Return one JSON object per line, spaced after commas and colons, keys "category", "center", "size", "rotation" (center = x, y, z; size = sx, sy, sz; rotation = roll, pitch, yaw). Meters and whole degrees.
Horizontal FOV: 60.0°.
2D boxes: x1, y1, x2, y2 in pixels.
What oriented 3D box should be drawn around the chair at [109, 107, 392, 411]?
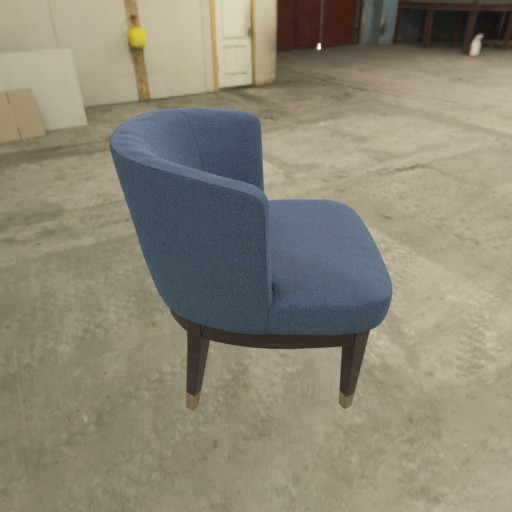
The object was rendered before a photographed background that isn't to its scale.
{"category": "chair", "center": [0.000, 0.000, 1.302], "size": [0.702, 0.760, 0.661], "rotation": [0, 31, -1]}
